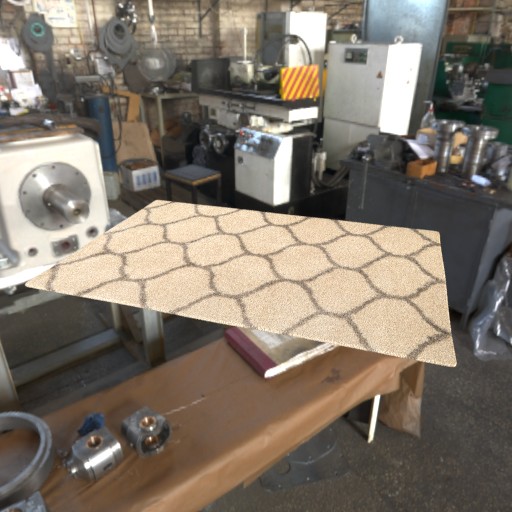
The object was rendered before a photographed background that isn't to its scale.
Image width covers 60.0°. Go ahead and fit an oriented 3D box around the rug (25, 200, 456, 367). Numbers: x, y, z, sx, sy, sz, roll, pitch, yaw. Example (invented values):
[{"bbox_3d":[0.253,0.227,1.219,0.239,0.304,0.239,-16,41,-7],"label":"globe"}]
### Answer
[{"bbox_3d":[0.000,0.000,3.374,2.701,0.026,1.801,8,27,16],"label":"rug"}]
